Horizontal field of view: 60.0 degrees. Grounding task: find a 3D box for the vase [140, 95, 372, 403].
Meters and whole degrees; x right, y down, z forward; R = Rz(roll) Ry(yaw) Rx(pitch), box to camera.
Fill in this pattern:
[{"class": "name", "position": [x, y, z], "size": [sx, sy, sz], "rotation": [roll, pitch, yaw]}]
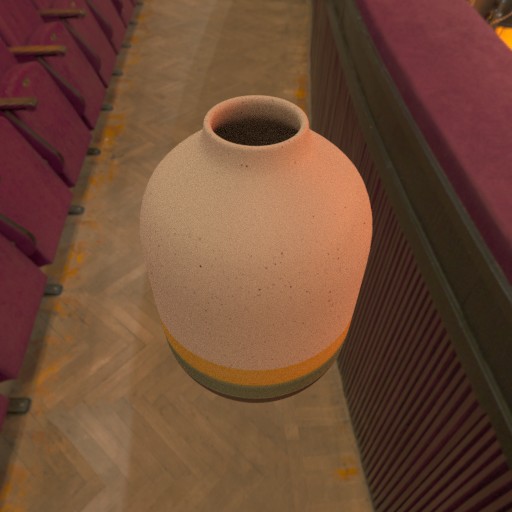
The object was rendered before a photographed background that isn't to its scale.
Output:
[{"class": "vase", "position": [0.000, 0.000, 0.355], "size": [0.169, 0.240, 0.169], "rotation": [0, 47, 0]}]
